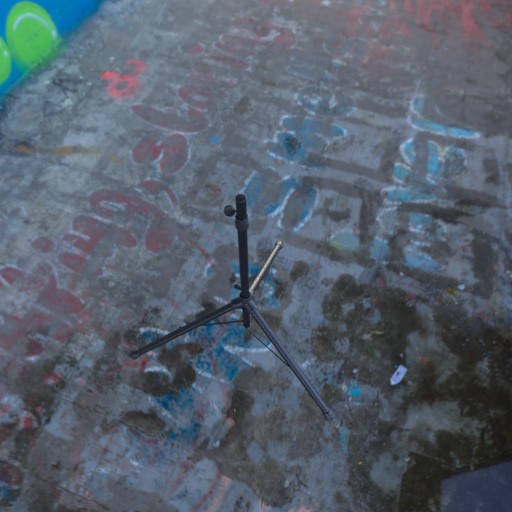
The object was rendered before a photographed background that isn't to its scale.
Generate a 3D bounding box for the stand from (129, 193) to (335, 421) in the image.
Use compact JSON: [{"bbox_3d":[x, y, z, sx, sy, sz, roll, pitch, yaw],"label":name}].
[{"bbox_3d":[0.000,0.000,1.893,1.045,1.136,0.907,16,59,10],"label":"stand"}]
